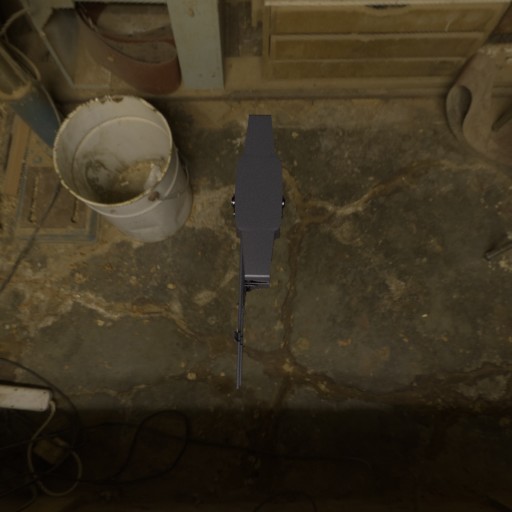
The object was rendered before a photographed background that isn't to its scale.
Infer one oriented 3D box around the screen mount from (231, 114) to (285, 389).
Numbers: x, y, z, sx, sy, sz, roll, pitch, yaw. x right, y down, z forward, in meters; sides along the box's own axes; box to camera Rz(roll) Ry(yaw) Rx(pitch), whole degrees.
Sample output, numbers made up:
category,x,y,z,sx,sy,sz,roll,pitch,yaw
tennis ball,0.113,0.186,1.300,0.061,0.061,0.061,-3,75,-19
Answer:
category,x,y,z,sx,sy,sz,roll,pitch,yaw
screen mount,0.000,0.000,1.020,0.090,0.775,0.595,1,76,0
